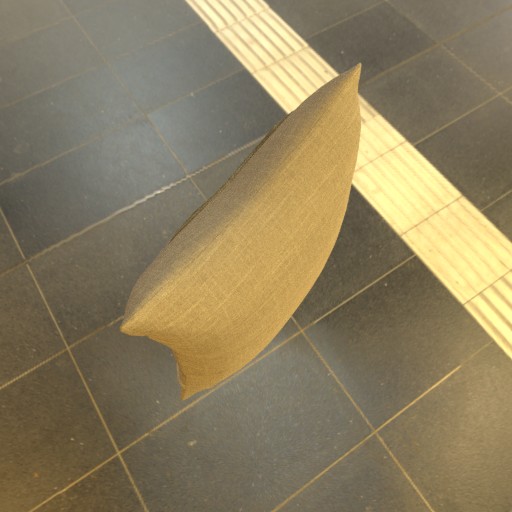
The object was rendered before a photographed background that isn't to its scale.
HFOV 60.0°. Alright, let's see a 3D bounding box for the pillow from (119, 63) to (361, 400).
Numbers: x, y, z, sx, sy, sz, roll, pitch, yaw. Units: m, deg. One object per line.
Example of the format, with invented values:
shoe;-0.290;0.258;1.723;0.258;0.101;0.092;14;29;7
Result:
pillow;0.000;0.000;0.637;0.169;0.400;0.424;34;69;15
